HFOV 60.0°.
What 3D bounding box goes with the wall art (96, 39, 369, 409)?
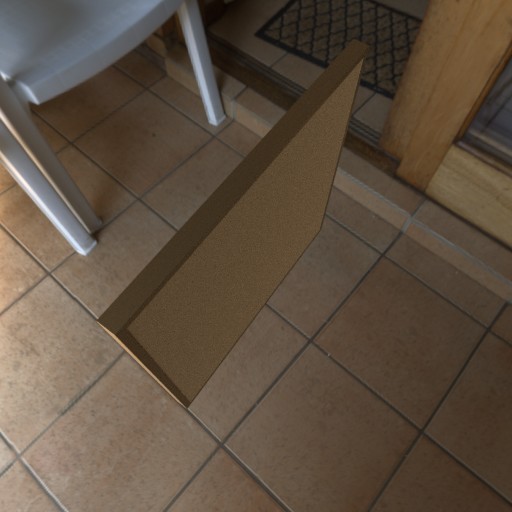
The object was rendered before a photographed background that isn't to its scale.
[{"bbox_3d":[0.000,0.000,1.130,0.038,0.762,0.762,33,68,15],"label":"wall art"}]
